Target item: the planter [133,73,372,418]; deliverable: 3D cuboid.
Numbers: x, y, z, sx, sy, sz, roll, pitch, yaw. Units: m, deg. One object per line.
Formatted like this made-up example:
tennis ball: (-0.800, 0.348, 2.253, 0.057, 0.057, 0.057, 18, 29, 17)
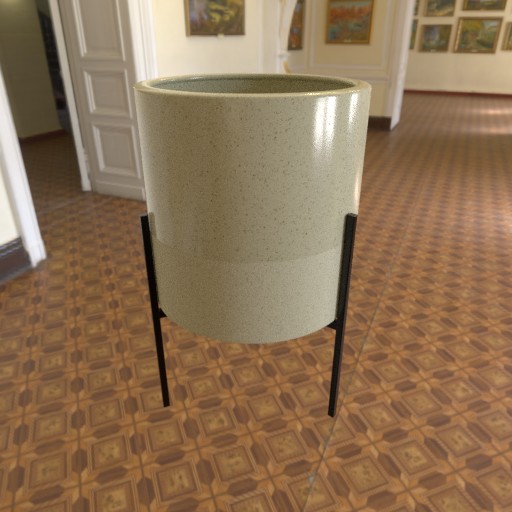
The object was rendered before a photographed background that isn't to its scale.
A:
planter: (0.000, 0.000, 0.530, 0.243, 0.390, 0.234, 19, 32, 33)
